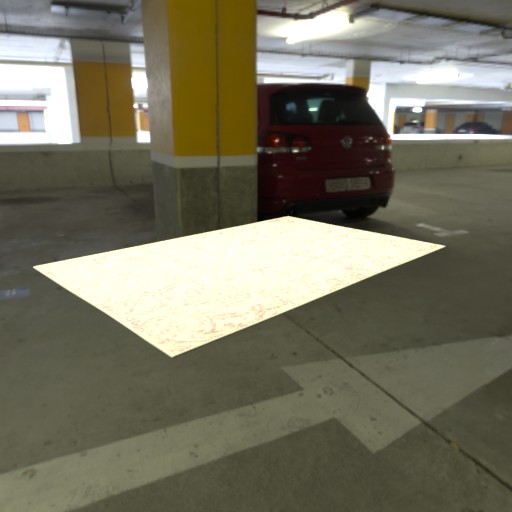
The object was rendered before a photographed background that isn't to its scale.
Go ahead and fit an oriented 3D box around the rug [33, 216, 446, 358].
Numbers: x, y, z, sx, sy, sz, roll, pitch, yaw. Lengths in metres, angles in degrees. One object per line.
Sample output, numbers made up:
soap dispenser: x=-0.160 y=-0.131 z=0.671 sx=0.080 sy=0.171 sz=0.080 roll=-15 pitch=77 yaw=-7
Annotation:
rug: x=0.000 y=0.000 z=3.497 sx=2.746 sy=0.018 sz=1.819 roll=-15 pitch=22 yaw=-41
